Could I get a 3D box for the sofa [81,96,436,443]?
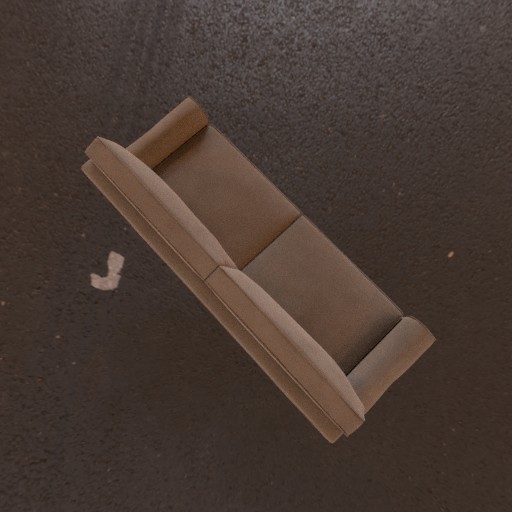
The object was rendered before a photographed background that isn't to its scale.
[{"bbox_3d":[0.000,0.000,2.819,0.900,1.014,2.246,-42,80,-10],"label":"sofa"}]
